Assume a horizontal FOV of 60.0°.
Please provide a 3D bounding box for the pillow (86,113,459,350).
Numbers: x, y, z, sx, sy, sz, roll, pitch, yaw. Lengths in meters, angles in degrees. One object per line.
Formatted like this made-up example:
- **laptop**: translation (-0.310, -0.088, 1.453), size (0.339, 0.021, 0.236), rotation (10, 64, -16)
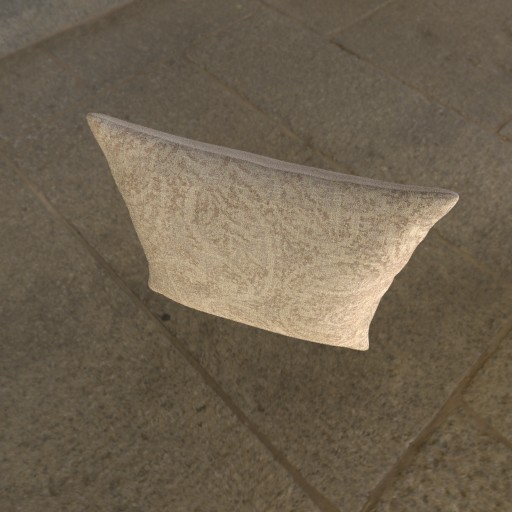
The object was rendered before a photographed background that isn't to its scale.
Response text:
- **pillow**: translation (0.000, 0.000, 0.800), size (0.523, 0.510, 0.166), rotation (15, 59, 9)
